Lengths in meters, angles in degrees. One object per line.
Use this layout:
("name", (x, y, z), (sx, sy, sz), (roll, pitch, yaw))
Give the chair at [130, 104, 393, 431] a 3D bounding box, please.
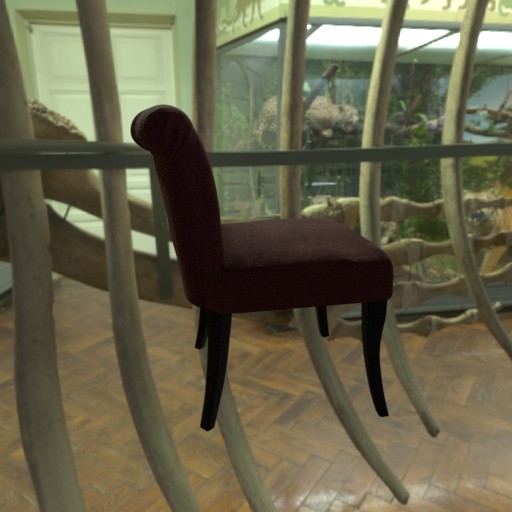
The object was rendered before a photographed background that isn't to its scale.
("chair", (0.000, 0.000, 1.208), (0.605, 0.750, 0.582), (-3, 16, -9))
